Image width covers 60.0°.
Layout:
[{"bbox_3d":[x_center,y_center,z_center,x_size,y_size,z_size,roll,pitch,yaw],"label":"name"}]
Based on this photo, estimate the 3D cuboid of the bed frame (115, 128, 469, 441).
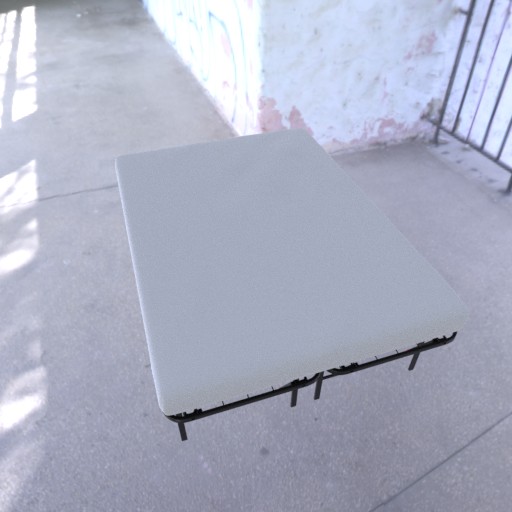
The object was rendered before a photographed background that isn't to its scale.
[{"bbox_3d":[0.000,0.000,2.605,1.372,0.637,1.905,-12,43,-14],"label":"bed frame"}]
